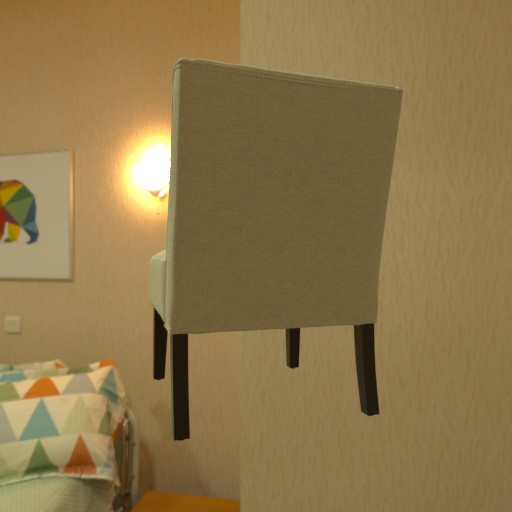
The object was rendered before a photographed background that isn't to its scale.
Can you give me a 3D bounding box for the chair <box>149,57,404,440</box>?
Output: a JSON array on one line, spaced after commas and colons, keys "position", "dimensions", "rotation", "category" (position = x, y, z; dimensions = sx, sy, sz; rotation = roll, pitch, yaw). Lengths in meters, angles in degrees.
[{"position": [0.000, 0.000, 1.314], "dimensions": [0.569, 0.853, 0.676], "rotation": [0, 0, -18], "category": "chair"}]
